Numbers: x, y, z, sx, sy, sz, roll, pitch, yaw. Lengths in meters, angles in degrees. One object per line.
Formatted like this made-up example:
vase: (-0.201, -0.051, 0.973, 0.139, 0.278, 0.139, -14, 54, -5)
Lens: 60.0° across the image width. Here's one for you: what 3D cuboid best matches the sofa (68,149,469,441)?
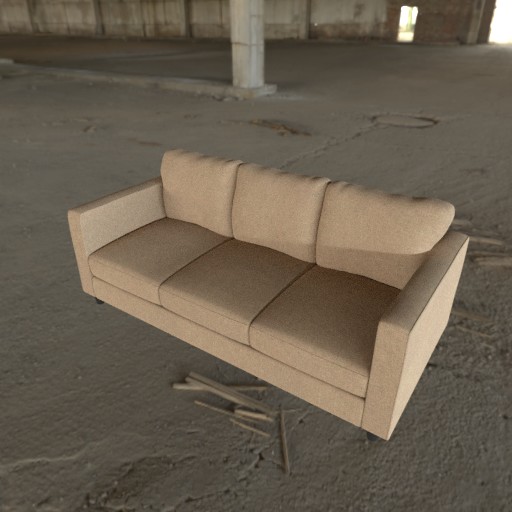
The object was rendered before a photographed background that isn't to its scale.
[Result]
sofa: (0.000, 0.000, 2.329, 1.855, 0.800, 0.930, 18, 33, 30)
